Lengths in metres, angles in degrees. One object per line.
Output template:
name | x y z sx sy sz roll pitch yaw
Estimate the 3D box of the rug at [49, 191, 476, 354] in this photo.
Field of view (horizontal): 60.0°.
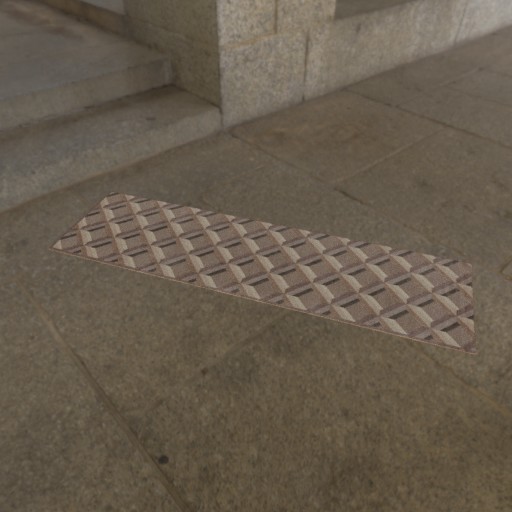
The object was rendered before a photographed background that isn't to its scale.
rug | 0.000 0.000 2.644 2.437 0.013 0.685 12 42 14
